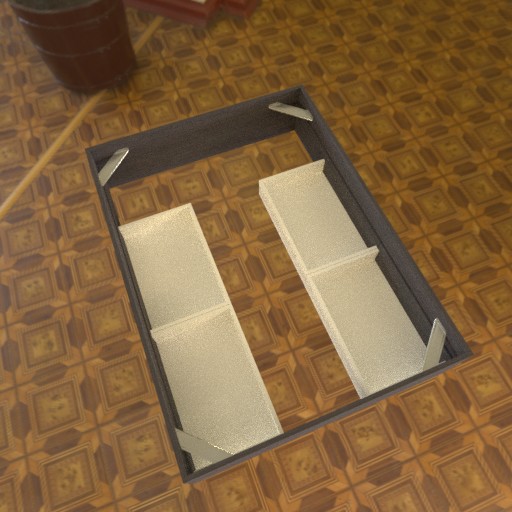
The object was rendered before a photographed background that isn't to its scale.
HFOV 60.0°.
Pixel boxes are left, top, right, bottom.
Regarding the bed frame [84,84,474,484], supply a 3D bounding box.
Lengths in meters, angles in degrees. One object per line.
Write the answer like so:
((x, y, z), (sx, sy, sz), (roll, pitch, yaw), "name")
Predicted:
((0.000, 0.000, 2.567), (1.448, 0.459, 1.944), (-20, 65, -10), "bed frame")
